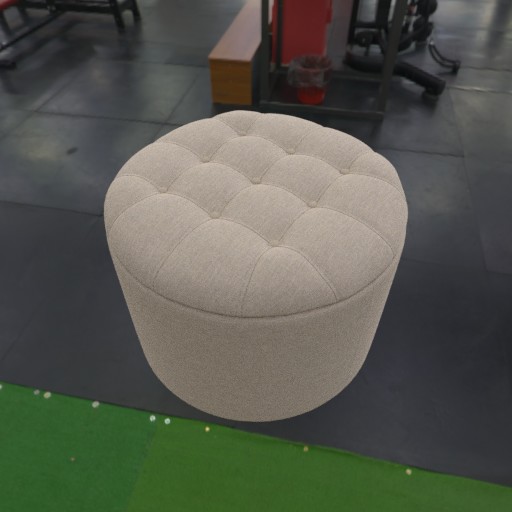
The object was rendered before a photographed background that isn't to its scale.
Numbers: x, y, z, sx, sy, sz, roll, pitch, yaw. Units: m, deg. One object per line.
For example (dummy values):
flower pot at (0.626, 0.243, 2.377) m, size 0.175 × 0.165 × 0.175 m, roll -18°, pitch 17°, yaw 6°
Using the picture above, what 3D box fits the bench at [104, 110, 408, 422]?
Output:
bench at (0.000, 0.000, 1.012) m, size 0.600 × 0.454 × 0.600 m, roll 0°, pitch 45°, yaw 0°
